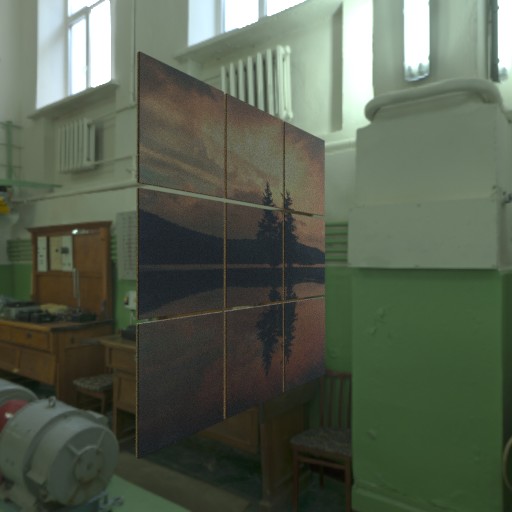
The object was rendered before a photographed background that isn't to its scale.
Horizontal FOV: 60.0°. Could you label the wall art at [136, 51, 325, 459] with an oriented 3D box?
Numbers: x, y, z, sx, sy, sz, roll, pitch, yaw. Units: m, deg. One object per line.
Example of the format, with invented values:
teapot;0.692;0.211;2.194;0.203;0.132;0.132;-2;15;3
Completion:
wall art;0.000;0.000;1.821;0.013;1.218;1.216;0;-1;36
